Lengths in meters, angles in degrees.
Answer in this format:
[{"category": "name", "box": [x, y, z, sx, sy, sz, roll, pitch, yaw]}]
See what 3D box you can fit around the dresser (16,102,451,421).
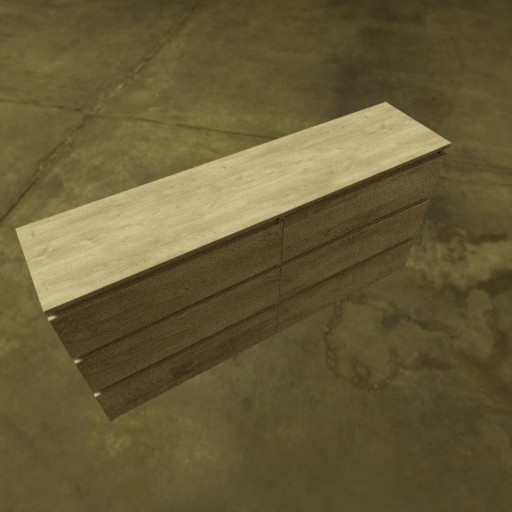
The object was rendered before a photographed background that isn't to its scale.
[{"category": "dresser", "box": [0.000, 0.000, 1.890, 1.590, 0.795, 0.390, -24, 52, -21]}]
